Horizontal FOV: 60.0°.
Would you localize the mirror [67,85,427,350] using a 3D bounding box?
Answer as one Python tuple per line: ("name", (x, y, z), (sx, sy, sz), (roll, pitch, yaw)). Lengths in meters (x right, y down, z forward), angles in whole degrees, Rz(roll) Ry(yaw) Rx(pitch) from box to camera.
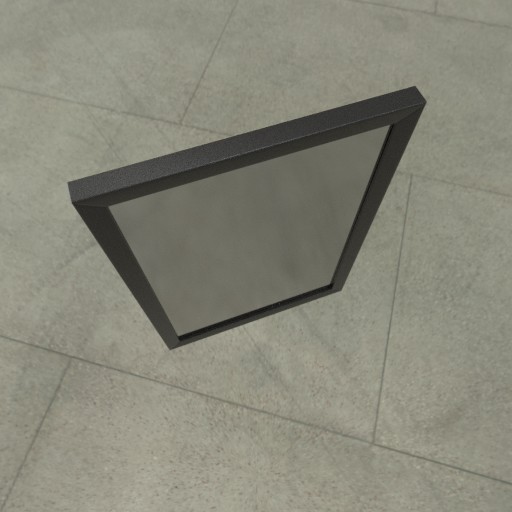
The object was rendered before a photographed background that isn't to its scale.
("mirror", (0.000, 0.000, 0.920), (0.507, 0.710, 0.040), (-18, 65, -9))
